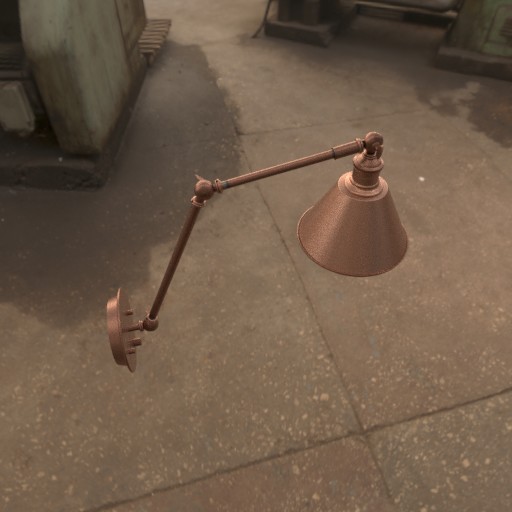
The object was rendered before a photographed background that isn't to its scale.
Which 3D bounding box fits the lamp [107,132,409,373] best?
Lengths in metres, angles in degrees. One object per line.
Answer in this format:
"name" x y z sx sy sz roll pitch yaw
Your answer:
"lamp" 0.000 0.000 0.882 0.624 0.502 0.223 -10 47 -9
